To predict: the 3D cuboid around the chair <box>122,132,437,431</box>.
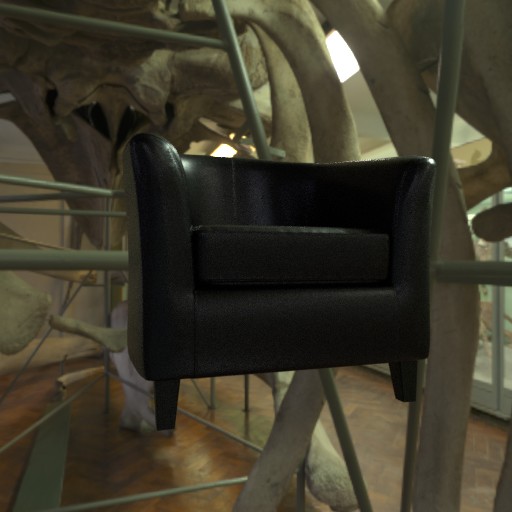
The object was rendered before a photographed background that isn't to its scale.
[{"bbox_3d":[0.000,0.000,1.364,0.793,0.756,0.727,0,-1,-18],"label":"chair"}]
